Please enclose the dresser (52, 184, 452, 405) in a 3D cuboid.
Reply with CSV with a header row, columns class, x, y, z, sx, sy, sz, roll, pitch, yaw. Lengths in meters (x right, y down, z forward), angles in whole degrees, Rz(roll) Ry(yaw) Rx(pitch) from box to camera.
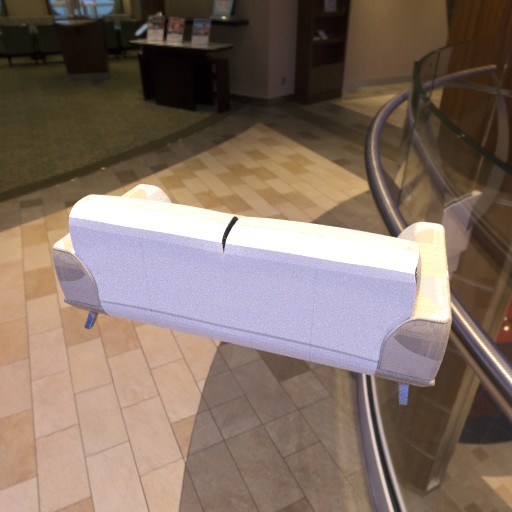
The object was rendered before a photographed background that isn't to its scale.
class,x,y,z,sx,sy,sz,roll,pitch,yaw
dresser,0.000,0.000,5.864,4.679,1.863,2.251,10,33,15
